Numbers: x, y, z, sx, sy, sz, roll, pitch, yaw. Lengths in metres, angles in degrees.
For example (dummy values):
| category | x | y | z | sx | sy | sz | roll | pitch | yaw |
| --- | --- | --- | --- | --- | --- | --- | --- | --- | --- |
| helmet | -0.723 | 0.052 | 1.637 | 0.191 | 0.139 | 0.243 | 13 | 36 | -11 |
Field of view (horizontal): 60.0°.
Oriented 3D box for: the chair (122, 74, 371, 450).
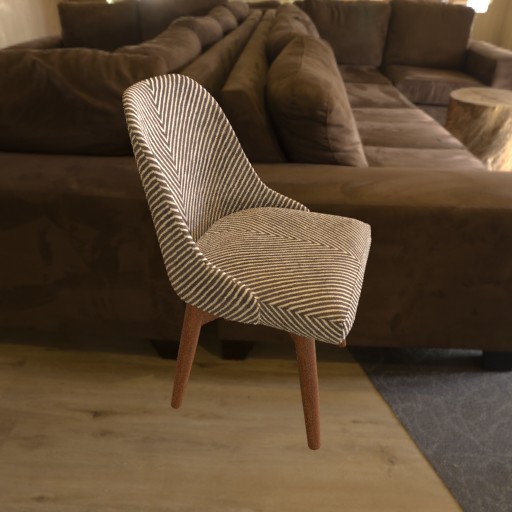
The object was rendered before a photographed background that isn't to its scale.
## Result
| category | x | y | z | sx | sy | sz | roll | pitch | yaw |
| --- | --- | --- | --- | --- | --- | --- | --- | --- | --- |
| chair | 0.000 | 0.000 | 1.224 | 0.591 | 0.883 | 0.504 | 10 | 34 | 16 |
